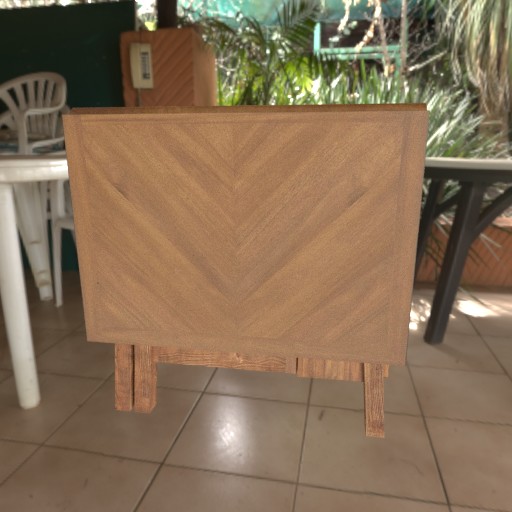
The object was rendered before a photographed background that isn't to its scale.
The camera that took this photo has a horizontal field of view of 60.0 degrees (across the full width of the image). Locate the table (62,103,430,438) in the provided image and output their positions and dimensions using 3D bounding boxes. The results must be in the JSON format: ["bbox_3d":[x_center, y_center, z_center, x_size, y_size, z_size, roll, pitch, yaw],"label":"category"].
[{"bbox_3d":[0.000,0.000,1.593,0.967,0.981,0.701,2,14,9],"label":"table"}]
